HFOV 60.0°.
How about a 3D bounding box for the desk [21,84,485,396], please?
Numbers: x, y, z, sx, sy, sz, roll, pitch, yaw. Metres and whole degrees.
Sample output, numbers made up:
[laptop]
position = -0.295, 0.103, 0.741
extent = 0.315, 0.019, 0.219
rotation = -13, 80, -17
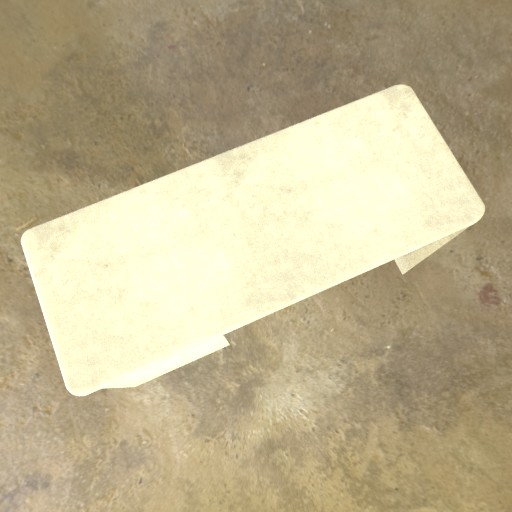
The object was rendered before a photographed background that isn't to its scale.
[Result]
[desk]
position = 0.000, 0.000, 1.768
extent = 1.400, 0.755, 0.550
rotation = -23, 76, -6
